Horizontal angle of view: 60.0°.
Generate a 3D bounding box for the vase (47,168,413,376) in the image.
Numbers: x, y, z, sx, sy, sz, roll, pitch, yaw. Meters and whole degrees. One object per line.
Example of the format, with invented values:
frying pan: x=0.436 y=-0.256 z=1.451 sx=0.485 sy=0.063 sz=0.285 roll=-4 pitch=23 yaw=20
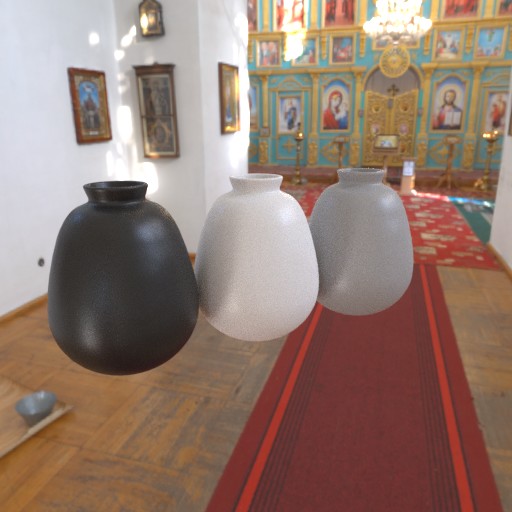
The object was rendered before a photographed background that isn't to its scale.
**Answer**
vase: x=0.000 y=0.000 z=0.341 sx=0.297 sy=0.122 sz=0.097 roll=-9 pitch=18 yaw=-27
